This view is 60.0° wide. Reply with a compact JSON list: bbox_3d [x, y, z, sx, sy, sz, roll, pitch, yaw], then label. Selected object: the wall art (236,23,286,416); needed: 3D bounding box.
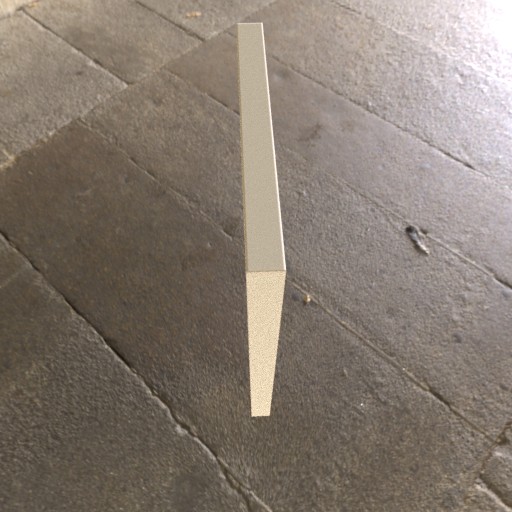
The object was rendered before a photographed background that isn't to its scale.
[{"bbox_3d":[0.000,0.000,0.791,0.038,0.608,0.418,-2,58,-1],"label":"wall art"}]
